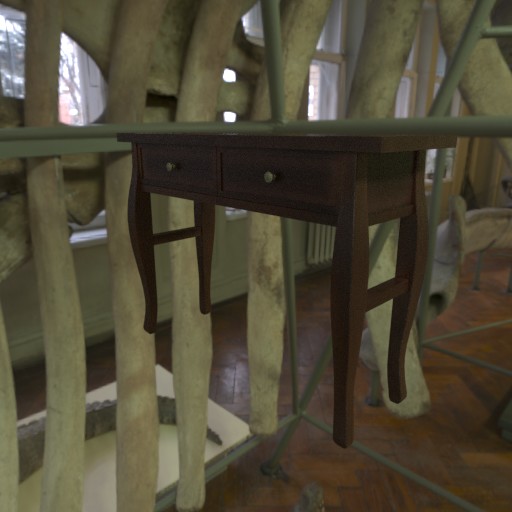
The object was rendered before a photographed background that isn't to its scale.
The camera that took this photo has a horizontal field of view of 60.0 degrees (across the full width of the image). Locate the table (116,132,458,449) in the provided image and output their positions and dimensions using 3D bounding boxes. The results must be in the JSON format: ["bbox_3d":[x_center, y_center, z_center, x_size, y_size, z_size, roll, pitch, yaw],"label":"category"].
[{"bbox_3d":[0.000,0.000,1.445,0.373,0.768,1.062,-15,22,-42],"label":"table"}]
